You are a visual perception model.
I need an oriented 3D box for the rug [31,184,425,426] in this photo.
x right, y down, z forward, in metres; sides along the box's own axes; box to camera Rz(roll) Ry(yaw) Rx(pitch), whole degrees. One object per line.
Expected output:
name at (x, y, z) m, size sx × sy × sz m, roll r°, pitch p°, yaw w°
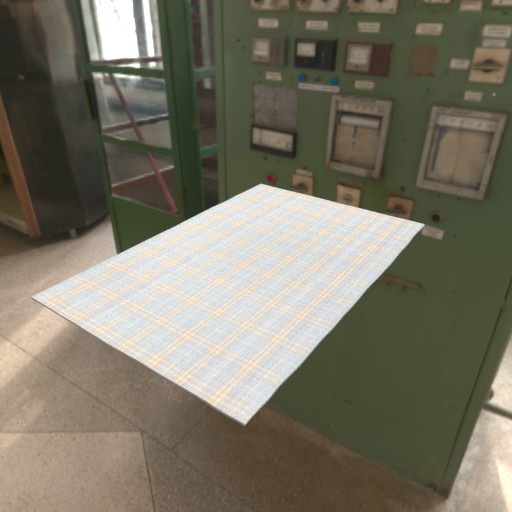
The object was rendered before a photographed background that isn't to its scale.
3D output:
rug at (0.000, 0.000, 2.358) m, size 1.231 × 0.012 × 1.835 m, roll 19°, pitch 35°, yaw 30°
